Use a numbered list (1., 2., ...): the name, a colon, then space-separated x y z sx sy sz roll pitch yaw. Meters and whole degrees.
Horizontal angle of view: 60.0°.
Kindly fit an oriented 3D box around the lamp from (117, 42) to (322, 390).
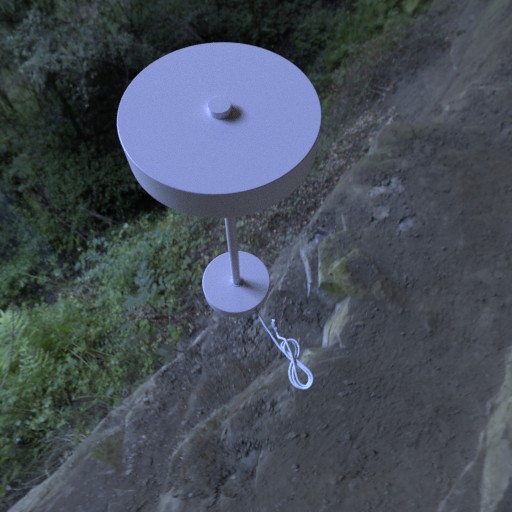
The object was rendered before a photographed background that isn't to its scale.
1. lamp: 0.000 0.000 0.689 0.229 0.508 0.369 -32 67 -15
